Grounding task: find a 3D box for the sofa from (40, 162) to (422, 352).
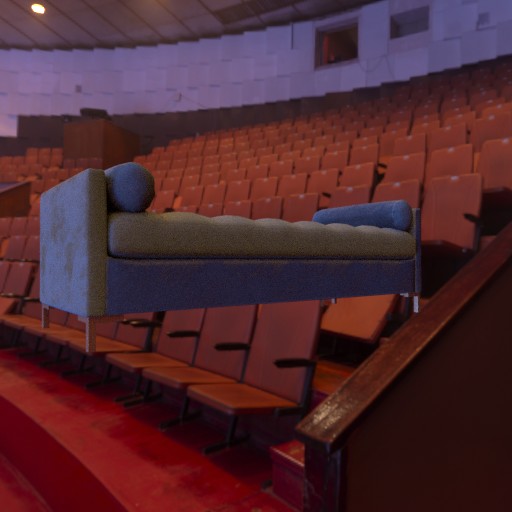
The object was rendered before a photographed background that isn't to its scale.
[{"bbox_3d":[0.000,0.000,2.487,2.102,0.705,0.796,0,-1,-37],"label":"sofa"}]
